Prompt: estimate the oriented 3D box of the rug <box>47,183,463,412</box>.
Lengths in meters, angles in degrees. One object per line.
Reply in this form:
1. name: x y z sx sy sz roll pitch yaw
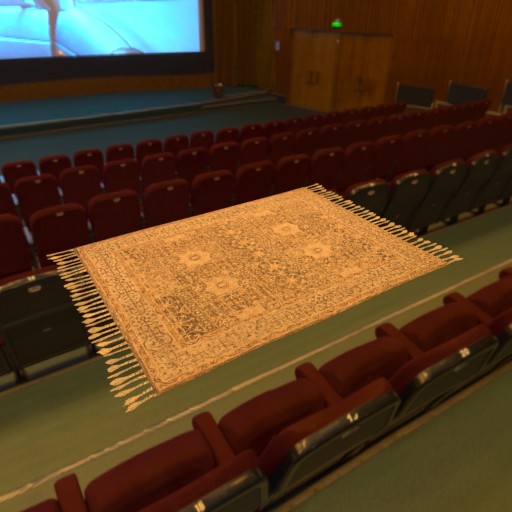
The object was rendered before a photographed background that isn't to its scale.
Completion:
1. rug: 0.000 0.000 3.093 2.465 0.023 1.619 -19 36 -28
